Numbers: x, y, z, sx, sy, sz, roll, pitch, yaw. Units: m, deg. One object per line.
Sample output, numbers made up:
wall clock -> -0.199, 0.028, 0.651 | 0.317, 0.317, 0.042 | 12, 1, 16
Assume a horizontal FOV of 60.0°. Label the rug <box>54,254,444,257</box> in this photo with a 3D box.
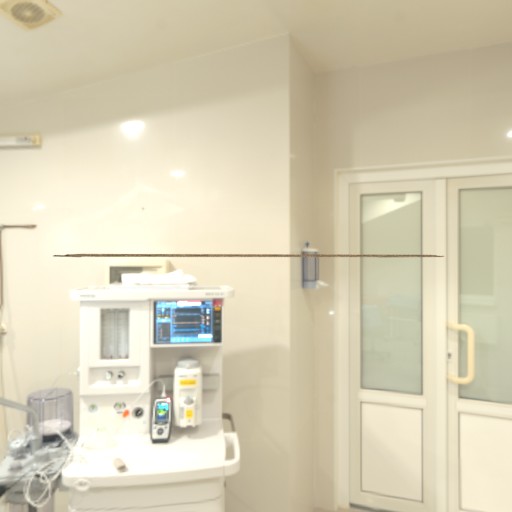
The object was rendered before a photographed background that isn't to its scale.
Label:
rug -> 0.000, 0.000, 2.833 | 2.378, 0.018, 1.324 | 0, 0, 1
